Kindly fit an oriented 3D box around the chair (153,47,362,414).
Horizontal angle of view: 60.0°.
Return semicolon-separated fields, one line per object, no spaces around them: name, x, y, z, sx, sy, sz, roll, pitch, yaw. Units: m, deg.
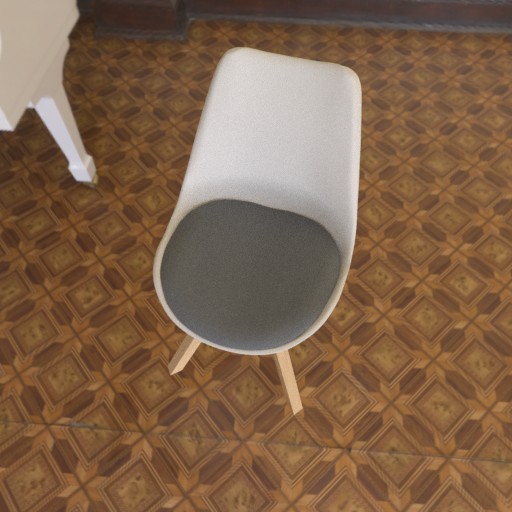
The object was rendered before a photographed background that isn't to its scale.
chair;0.000;0.000;1.185;0.485;0.850;0.550;15;59;9
